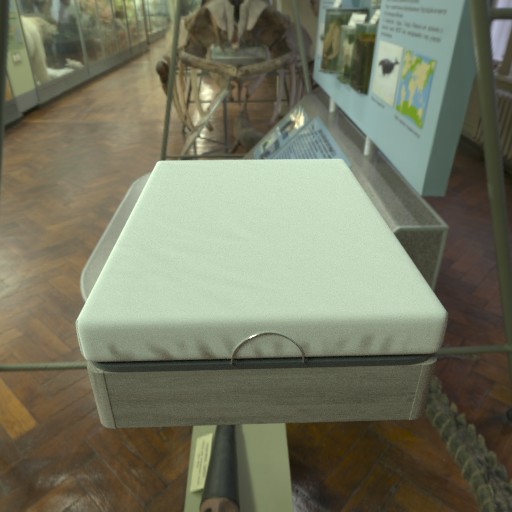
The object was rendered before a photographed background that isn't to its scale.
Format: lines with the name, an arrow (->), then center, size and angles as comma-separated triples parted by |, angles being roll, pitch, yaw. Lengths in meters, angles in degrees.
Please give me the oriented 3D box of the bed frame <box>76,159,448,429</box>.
bed frame -> 0.000, 0.000, 2.549 | 1.400, 0.561, 1.900 | -1, 30, -2
